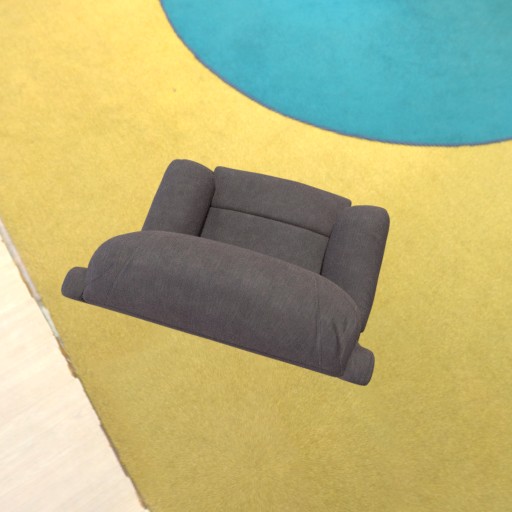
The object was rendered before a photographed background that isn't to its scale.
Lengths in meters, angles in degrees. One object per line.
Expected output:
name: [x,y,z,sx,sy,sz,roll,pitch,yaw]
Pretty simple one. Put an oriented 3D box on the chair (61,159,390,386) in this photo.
chair: [0.000,0.000,1.698,0.930,1.011,0.899,15,65,7]
